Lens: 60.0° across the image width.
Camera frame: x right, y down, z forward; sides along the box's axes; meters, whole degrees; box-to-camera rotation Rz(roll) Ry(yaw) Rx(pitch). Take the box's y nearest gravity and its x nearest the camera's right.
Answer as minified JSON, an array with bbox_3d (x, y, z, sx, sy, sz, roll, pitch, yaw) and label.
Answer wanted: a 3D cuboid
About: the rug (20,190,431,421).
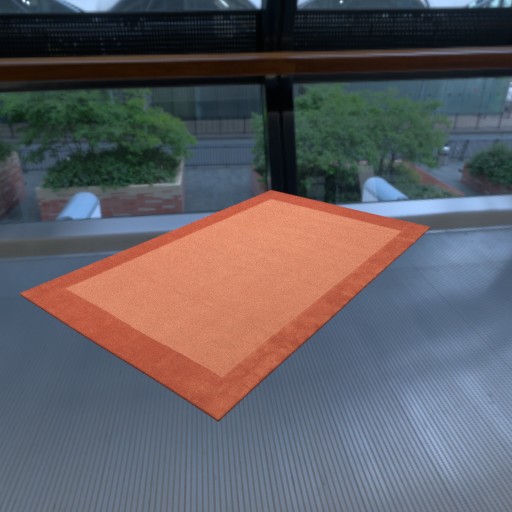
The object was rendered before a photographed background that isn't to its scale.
[{"bbox_3d":[0.000,0.000,2.967,1.524,0.014,2.438,19,32,33],"label":"rug"}]
